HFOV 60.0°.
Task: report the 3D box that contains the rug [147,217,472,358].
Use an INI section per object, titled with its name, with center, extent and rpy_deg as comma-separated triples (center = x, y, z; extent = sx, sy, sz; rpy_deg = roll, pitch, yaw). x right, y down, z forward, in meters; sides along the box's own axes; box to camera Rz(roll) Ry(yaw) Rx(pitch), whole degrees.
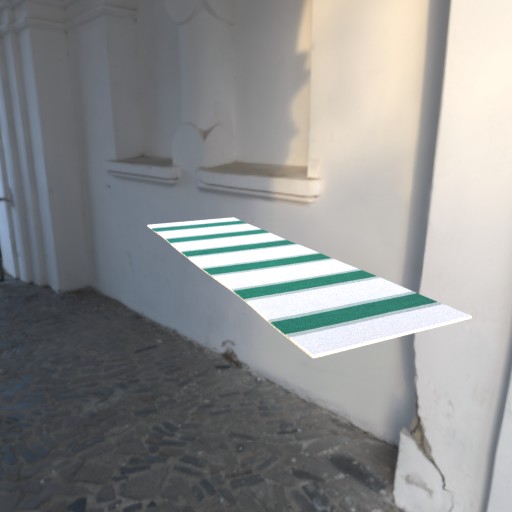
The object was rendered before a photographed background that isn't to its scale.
[rug]
center = 0.000, 0.000, 2.685
extent = 0.768, 0.012, 2.438
rpy_deg = -7, 17, -25
